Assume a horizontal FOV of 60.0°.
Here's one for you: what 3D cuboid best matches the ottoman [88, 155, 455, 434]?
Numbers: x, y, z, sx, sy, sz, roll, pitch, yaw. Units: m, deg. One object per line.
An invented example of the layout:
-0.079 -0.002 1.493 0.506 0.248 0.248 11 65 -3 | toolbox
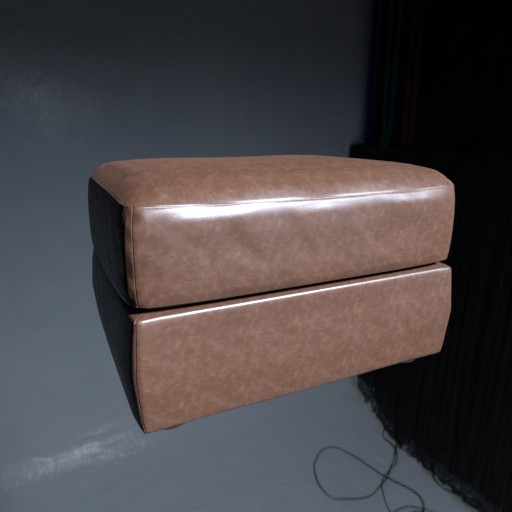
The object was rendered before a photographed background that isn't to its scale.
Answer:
0.000 0.000 1.108 0.751 0.476 0.603 -7 17 -24 | ottoman
